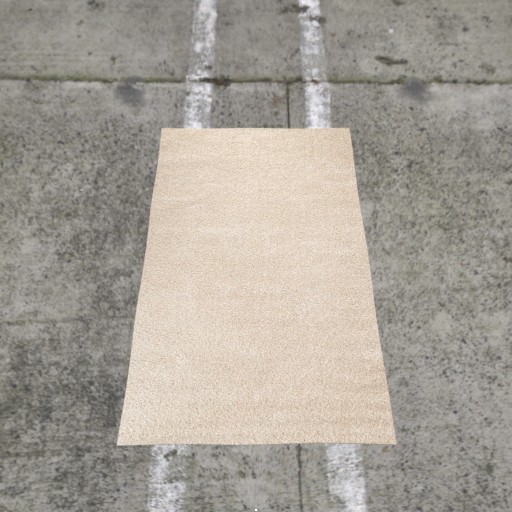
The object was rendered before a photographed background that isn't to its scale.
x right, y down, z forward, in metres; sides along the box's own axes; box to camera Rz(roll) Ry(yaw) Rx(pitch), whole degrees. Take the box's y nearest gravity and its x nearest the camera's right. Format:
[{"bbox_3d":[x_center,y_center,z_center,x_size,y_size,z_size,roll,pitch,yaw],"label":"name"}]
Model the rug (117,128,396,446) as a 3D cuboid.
[{"bbox_3d":[0.000,0.000,2.965,1.500,0.025,2.346,0,60,0],"label":"rug"}]
